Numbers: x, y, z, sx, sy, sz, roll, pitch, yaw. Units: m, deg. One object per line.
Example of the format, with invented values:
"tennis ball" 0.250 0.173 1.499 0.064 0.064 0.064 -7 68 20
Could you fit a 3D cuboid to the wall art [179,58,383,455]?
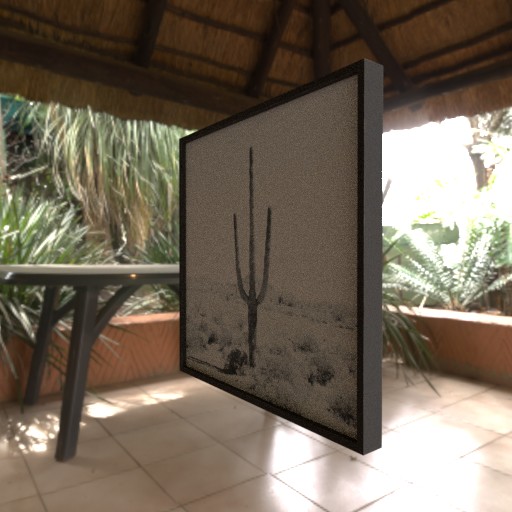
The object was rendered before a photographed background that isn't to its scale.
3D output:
"wall art" 0.000 0.000 0.780 0.038 0.508 0.508 -1 1 -37
